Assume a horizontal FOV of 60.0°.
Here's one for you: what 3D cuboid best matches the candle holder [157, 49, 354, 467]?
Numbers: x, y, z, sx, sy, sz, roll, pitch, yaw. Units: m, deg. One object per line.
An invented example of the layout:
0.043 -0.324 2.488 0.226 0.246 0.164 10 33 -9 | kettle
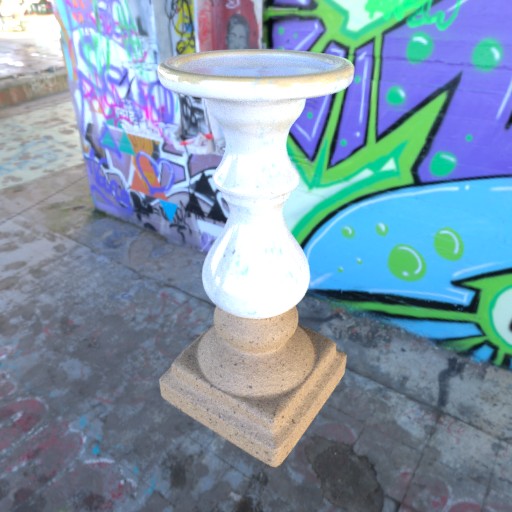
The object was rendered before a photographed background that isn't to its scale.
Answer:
0.000 0.000 0.293 0.110 0.239 0.110 20 37 29 | candle holder
